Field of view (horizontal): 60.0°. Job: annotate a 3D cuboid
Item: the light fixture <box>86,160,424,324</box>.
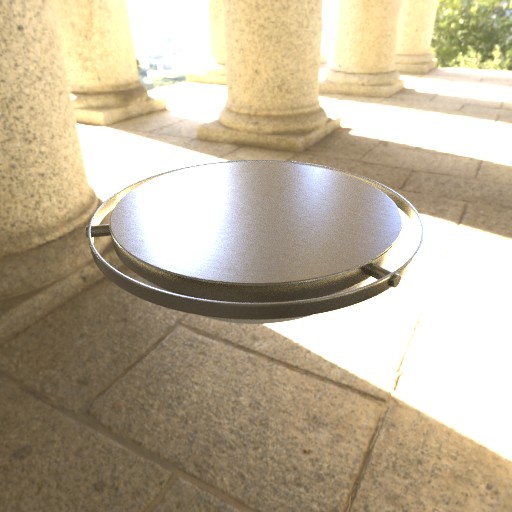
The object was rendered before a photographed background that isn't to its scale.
[{"bbox_3d":[0.000,0.000,0.530,0.361,0.130,0.361,0,30,0],"label":"light fixture"}]
